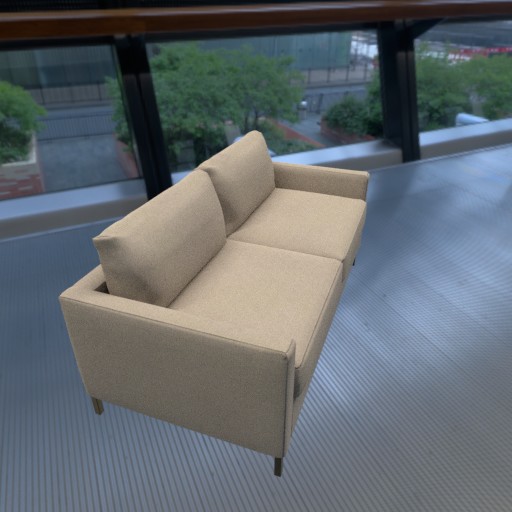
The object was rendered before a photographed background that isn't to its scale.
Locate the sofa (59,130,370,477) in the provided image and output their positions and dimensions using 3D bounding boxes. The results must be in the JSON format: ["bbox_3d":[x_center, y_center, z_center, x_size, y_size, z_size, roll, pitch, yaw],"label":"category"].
[{"bbox_3d":[0.000,0.000,2.179,0.875,0.840,1.682,11,32,18],"label":"sofa"}]
